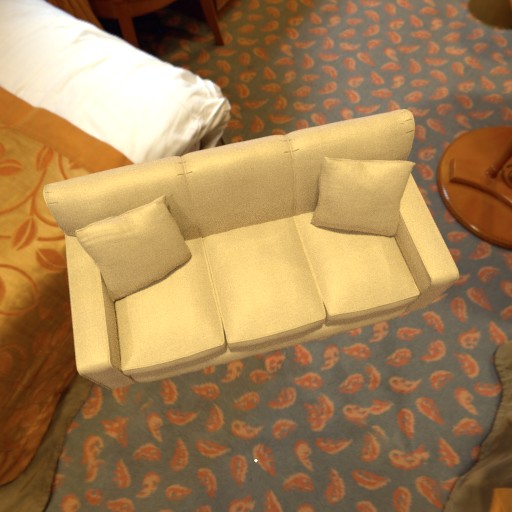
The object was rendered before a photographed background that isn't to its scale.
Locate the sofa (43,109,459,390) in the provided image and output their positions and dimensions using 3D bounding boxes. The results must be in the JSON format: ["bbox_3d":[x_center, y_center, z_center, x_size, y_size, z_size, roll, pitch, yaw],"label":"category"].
[{"bbox_3d":[0.000,0.000,2.560,2.024,0.958,0.997,-13,66,-6],"label":"sofa"}]
